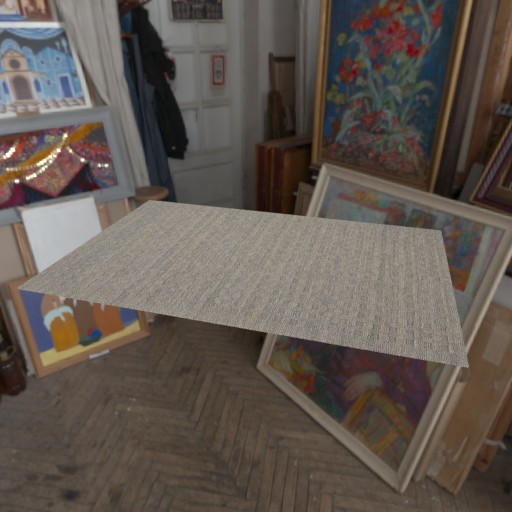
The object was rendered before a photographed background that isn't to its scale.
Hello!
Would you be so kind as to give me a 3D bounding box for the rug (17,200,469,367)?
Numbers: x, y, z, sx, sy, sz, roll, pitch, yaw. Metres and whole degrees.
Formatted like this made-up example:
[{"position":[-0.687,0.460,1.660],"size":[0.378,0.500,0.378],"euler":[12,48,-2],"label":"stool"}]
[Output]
[{"position":[0.000,0.000,2.128],"size":[1.752,0.006,1.142],"euler":[7,28,14],"label":"rug"}]
